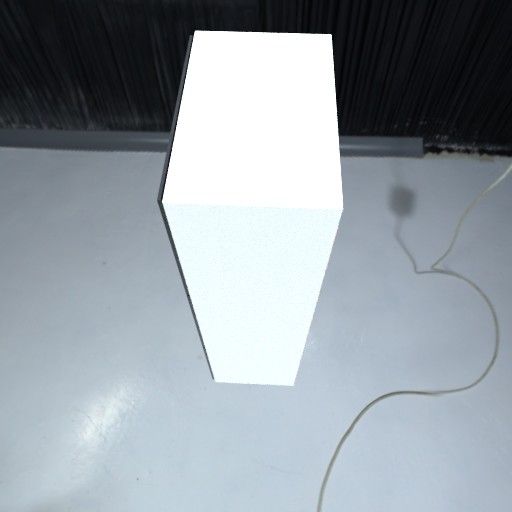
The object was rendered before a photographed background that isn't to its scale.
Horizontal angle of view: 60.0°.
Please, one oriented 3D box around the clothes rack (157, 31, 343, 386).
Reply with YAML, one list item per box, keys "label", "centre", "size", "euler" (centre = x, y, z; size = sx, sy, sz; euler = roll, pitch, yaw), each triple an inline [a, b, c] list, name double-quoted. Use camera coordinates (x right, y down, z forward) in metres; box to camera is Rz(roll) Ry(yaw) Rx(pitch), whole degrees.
- label: "clothes rack"
  centre: [0.000, 0.000, 1.411]
  size: [0.330, 1.187, 0.500]
  euler: [2, 59, 1]
